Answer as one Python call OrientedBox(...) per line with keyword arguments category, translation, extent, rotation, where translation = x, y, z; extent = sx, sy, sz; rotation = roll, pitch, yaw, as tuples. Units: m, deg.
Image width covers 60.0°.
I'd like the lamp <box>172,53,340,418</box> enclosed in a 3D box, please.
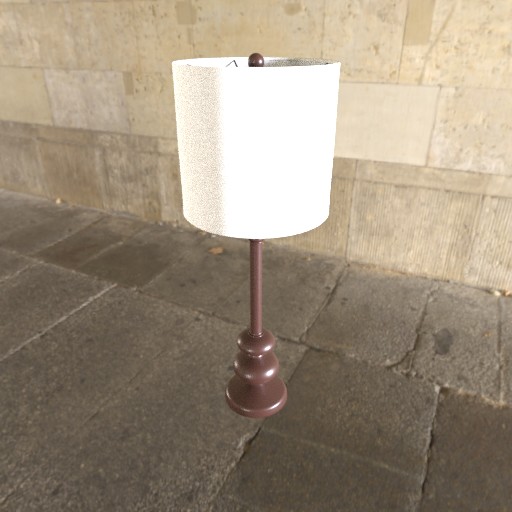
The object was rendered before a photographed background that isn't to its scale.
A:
OrientedBox(category="lamp", translation=(0.000, 0.000, 0.827), extent=(0.254, 0.690, 0.254), rotation=(-9, 28, -16))
